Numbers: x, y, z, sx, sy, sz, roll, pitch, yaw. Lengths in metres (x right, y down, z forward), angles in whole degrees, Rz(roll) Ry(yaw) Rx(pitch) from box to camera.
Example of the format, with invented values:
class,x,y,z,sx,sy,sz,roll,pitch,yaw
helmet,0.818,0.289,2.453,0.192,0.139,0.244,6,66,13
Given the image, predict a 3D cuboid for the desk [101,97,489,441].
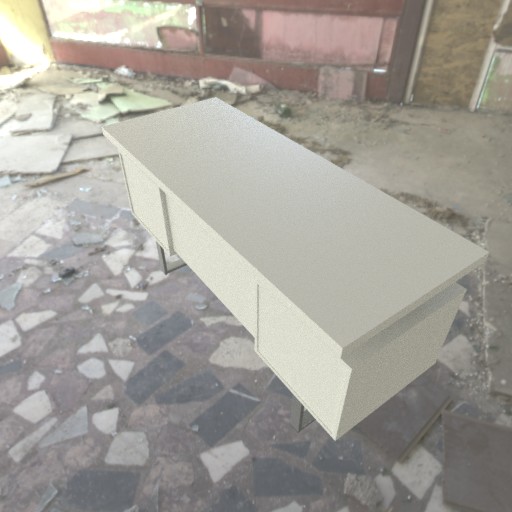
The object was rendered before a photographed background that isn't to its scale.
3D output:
class,x,y,z,sx,sy,sz,roll,pitch,yaw
desk,0.000,0.000,1.898,0.603,0.773,1.530,-25,46,-27
